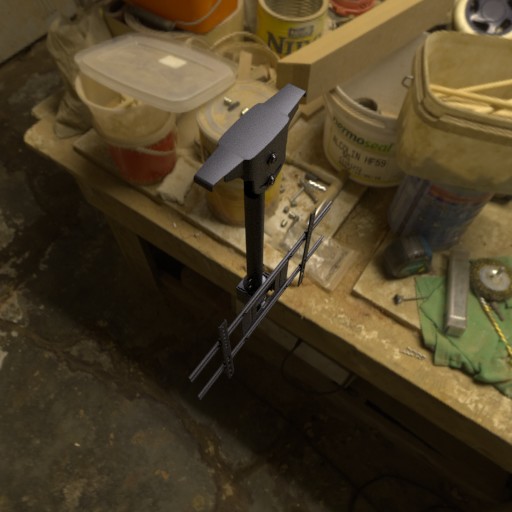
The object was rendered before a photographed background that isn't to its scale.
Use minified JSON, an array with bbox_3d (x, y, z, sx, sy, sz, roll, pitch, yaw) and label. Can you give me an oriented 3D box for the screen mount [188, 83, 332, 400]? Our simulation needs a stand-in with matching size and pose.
[{"bbox_3d":[0.000,0.000,1.029,0.090,0.775,0.595,32,65,17],"label":"screen mount"}]
